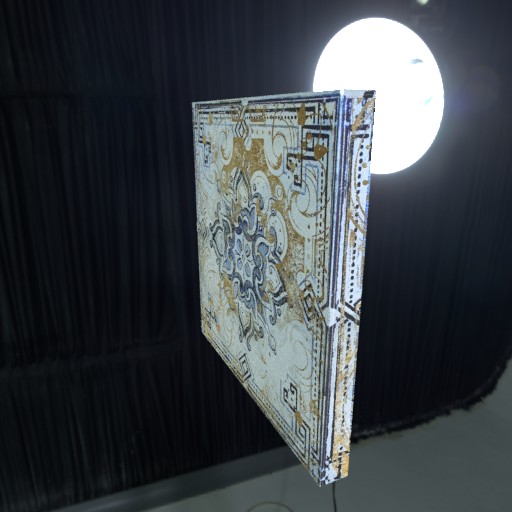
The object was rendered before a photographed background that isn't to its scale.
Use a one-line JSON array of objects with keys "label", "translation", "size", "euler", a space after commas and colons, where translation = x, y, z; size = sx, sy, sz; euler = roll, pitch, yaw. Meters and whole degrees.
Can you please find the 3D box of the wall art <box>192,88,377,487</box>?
[{"label": "wall art", "translation": [0.000, 0.000, 0.610], "size": [0.038, 0.410, 0.411], "euler": [-8, 19, -24]}]
